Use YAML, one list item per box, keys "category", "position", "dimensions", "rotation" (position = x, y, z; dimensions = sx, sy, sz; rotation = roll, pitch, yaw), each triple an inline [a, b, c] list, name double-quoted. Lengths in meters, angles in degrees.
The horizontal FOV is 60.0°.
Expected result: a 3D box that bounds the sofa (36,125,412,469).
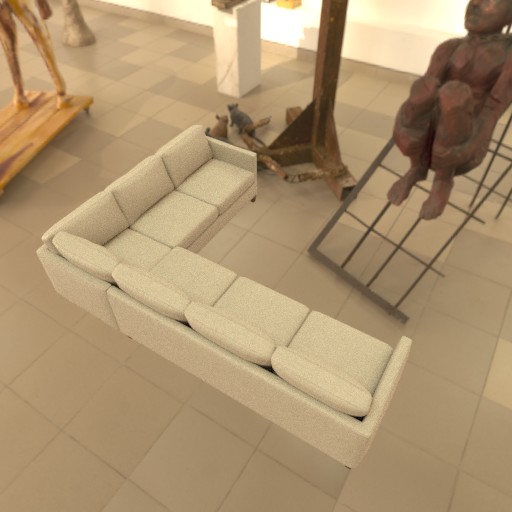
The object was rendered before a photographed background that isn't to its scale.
- category: "sofa"
  position: [0.000, 0.000, 4.409]
  dimensions: [3.333, 0.934, 2.522]
  rotation: [24, 51, 21]
